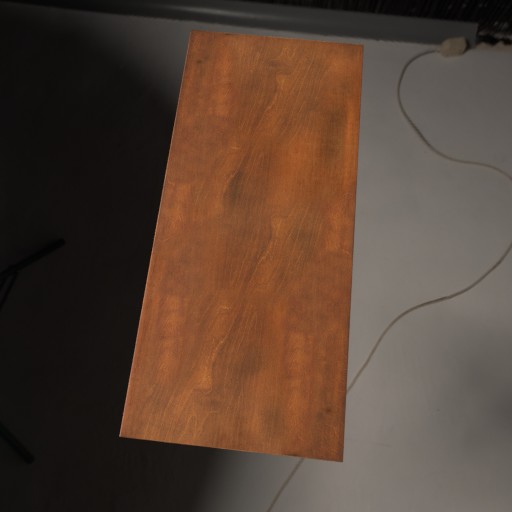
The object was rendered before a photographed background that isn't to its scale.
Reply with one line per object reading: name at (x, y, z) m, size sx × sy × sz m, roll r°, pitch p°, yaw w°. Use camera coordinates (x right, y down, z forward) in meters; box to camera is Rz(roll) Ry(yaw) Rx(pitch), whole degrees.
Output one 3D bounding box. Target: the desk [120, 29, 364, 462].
desk at (0.000, 0.000, 1.508) m, size 0.508 × 0.762 × 1.117 m, roll 6°, pitch 75°, yaw 2°
